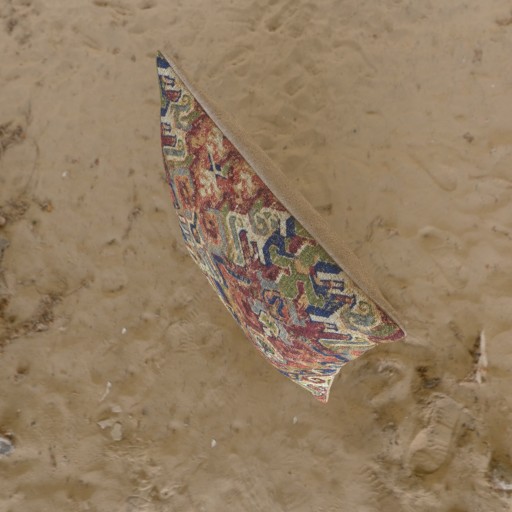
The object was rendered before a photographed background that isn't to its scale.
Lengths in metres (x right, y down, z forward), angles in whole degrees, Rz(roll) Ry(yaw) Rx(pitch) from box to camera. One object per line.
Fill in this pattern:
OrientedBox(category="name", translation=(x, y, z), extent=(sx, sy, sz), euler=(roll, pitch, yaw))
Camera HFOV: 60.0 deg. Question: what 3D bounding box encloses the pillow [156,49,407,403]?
OrientedBox(category="pillow", translation=(0.000, 0.000, 0.773), extent=(0.166, 0.506, 0.523), euler=(-32, 68, -14))
